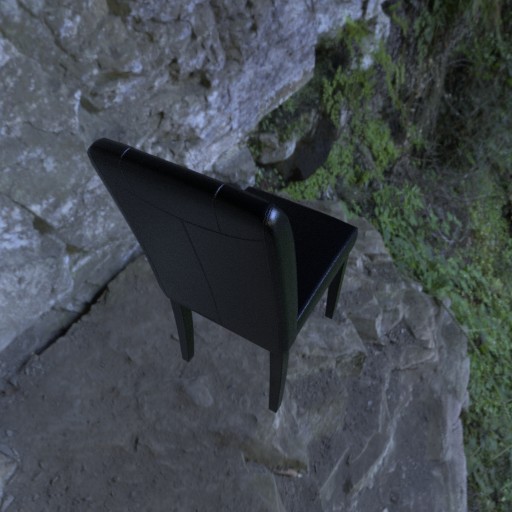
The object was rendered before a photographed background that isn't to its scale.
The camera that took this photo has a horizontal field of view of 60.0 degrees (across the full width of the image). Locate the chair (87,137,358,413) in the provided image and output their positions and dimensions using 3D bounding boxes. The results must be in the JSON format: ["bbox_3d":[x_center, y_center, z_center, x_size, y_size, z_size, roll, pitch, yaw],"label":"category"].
[{"bbox_3d":[0.000,0.000,1.205,0.399,0.897,0.556,24,52,21],"label":"chair"}]
